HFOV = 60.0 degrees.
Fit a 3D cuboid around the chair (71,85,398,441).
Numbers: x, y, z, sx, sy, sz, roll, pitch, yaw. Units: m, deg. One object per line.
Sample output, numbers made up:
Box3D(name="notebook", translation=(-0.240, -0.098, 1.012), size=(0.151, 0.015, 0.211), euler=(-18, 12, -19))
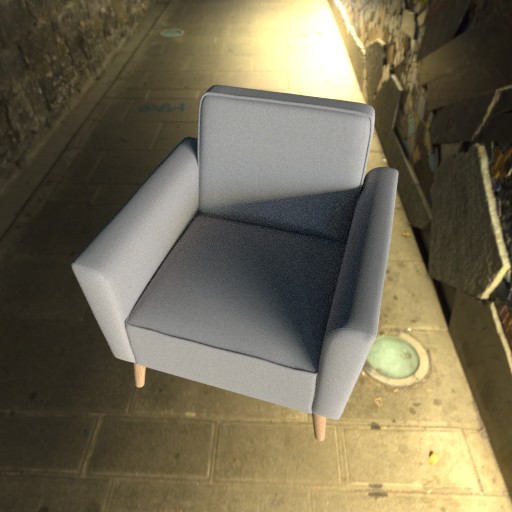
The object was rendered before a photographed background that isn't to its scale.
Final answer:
Box3D(name="chair", translation=(0.000, 0.000, 1.426), size=(0.780, 0.780, 0.750), euler=(12, 44, 13))
